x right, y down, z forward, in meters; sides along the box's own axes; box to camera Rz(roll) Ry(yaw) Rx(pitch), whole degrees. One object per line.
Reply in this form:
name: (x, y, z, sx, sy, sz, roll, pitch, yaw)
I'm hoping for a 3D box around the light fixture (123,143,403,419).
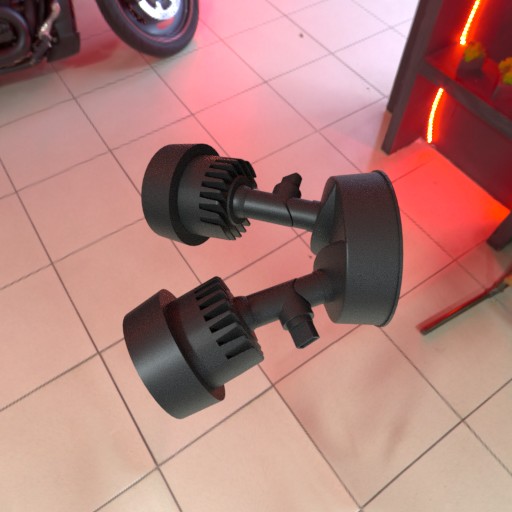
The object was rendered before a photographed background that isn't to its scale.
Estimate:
light fixture: (0.000, 0.000, 0.313, 0.168, 0.120, 0.213, -1, 58, -1)
